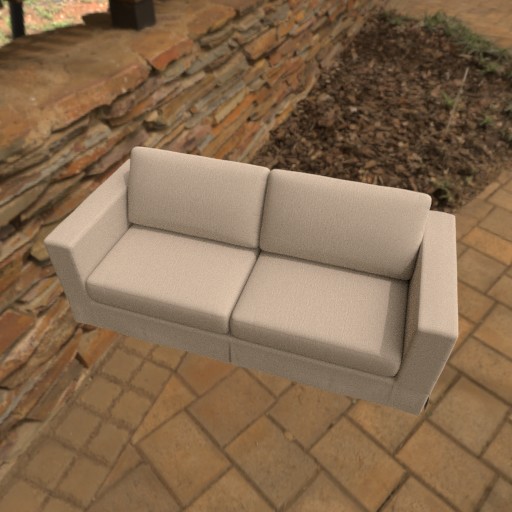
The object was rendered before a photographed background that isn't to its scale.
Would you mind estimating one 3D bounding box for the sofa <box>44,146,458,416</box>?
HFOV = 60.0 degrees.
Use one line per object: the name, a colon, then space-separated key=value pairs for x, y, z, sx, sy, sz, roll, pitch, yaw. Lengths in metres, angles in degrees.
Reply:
sofa: x=0.000 y=0.000 z=2.620 sx=2.163 sy=0.881 sz=0.954 roll=12 pitch=43 yaw=13
